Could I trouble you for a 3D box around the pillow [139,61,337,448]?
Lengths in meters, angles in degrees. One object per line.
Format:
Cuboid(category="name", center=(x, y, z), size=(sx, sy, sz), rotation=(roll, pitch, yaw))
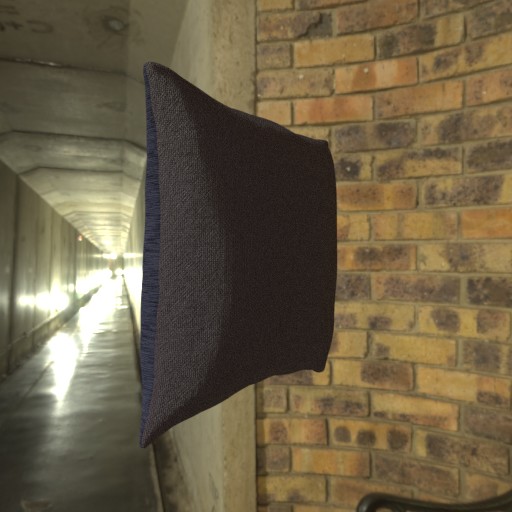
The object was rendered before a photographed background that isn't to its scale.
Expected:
Cuboid(category="pillow", center=(0.000, 0.000, 0.673), size=(0.204, 0.439, 0.452), rotation=(0, 0, 35))
